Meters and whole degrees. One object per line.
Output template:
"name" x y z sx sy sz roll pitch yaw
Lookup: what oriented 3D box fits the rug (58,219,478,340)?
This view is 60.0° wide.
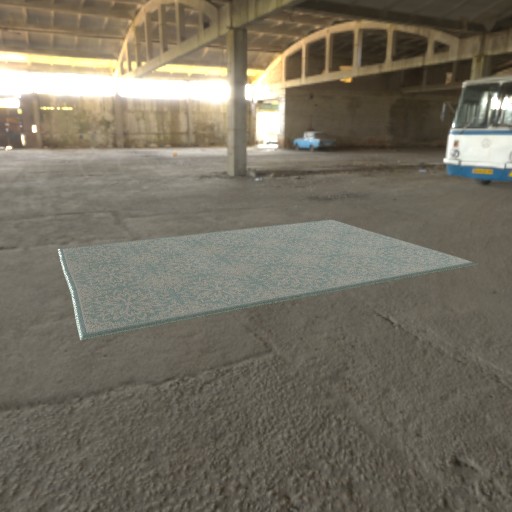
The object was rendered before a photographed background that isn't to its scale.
"rug" 0.000 0.000 2.316 1.840 0.012 1.219 -8 18 -25
